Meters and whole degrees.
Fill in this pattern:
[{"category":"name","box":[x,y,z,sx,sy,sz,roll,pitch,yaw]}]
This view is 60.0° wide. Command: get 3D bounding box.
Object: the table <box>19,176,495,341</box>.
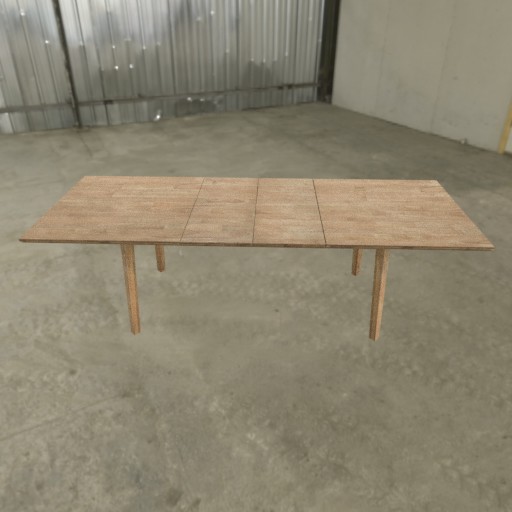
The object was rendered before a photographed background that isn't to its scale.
[{"category":"table","box":[0.000,0.000,3.043,2.603,0.752,1.000,1,30,2]}]
